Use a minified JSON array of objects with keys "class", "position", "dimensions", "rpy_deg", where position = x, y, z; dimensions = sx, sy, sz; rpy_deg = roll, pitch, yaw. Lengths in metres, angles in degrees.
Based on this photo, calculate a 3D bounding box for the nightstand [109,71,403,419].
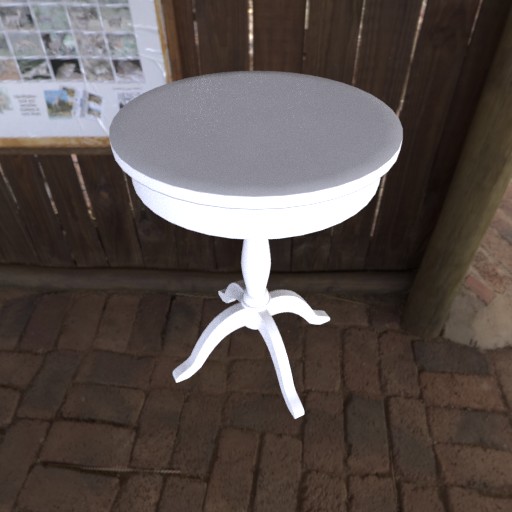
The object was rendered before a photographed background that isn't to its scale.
[{"class":"nightstand","position":[0.000,0.000,1.008],"dimensions":[0.513,0.653,0.513],"rpy_deg":[-12,42,-13]}]
